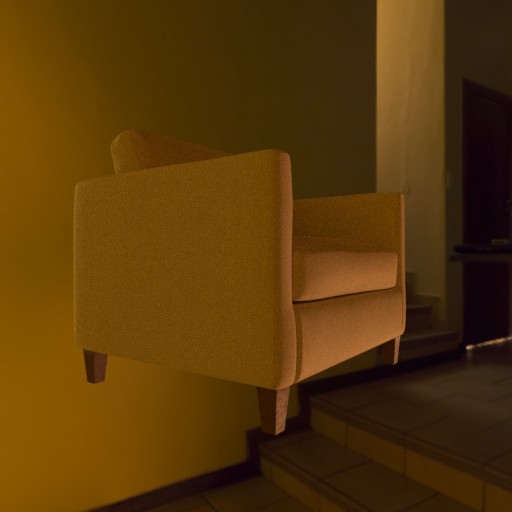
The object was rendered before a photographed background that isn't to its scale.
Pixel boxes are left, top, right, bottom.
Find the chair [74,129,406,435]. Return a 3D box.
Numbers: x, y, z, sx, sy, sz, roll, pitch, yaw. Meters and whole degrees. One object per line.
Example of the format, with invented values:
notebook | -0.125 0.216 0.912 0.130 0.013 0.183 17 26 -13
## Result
chair | 0.000 0.000 1.834 0.959 0.961 1.107 0 0 36
